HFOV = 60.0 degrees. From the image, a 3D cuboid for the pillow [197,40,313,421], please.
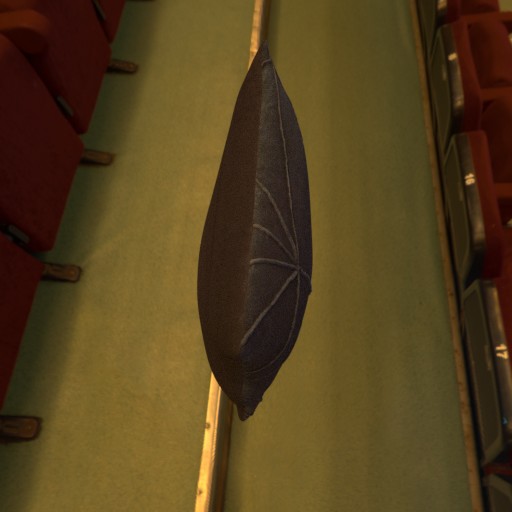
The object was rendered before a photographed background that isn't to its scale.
[{"bbox_3d":[0.000,0.000,0.685,0.183,0.440,0.439,3,64,2],"label":"pillow"}]
